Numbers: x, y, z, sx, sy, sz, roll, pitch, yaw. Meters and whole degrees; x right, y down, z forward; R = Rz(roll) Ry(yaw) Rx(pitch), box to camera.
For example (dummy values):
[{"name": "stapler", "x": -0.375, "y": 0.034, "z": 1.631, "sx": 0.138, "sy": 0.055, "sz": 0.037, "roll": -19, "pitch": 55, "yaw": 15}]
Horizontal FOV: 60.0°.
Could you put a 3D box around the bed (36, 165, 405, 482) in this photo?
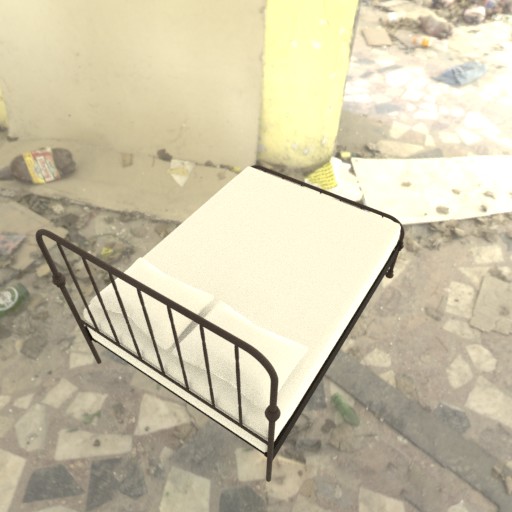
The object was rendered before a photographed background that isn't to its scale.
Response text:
[{"name": "bed", "x": 0.000, "y": 0.000, "z": 3.197, "sx": 1.616, "sy": 1.446, "sz": 2.134, "roll": 25, "pitch": 51, "yaw": 22}]
